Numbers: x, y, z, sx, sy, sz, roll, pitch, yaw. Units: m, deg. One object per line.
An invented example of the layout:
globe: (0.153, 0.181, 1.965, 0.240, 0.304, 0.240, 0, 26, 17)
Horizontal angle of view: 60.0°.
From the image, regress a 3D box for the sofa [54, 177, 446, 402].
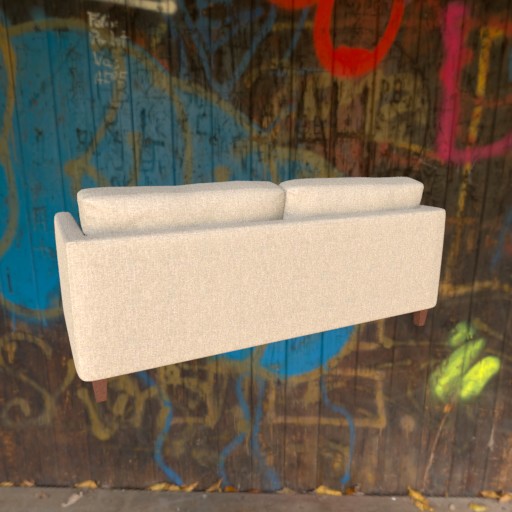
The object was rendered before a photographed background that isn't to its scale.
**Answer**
sofa: (0.000, 0.000, 2.732, 2.208, 0.963, 0.956, -7, 15, -26)
